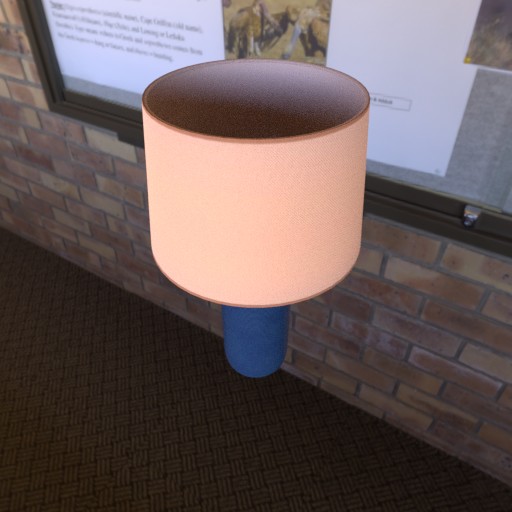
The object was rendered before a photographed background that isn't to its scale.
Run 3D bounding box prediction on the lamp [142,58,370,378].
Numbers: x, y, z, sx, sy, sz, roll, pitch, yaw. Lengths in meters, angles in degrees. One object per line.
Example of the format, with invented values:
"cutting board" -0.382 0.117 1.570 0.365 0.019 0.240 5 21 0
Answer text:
"lamp" 0.000 0.000 0.825 0.367 0.609 0.367 0 40 0
